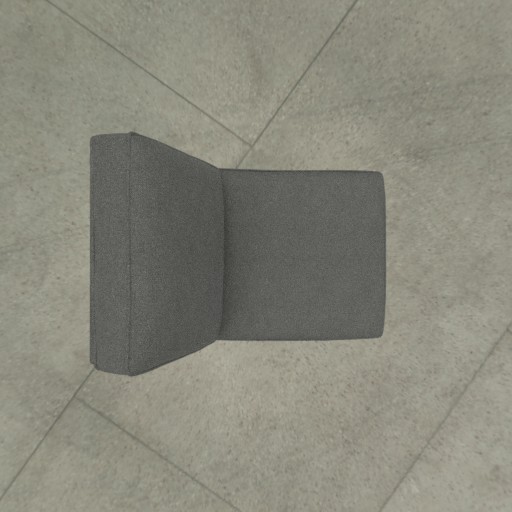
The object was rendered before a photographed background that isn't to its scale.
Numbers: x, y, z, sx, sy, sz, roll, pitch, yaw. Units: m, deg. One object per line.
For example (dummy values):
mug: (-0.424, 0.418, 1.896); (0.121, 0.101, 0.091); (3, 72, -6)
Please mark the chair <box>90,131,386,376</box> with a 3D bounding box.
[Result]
chair: (0.000, 0.000, 1.555); (0.938, 0.970, 0.621); (0, 90, -2)
